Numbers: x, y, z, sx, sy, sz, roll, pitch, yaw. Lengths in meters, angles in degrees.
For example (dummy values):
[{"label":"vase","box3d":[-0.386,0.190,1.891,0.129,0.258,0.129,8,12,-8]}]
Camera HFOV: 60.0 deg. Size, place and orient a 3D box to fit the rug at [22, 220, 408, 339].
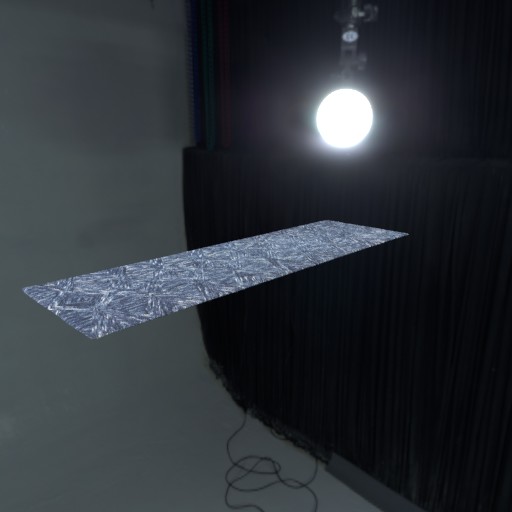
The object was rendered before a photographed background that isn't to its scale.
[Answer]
[{"label":"rug","box3d":[0.000,0.000,2.546,0.719,0.013,2.306,15,22,43]}]
